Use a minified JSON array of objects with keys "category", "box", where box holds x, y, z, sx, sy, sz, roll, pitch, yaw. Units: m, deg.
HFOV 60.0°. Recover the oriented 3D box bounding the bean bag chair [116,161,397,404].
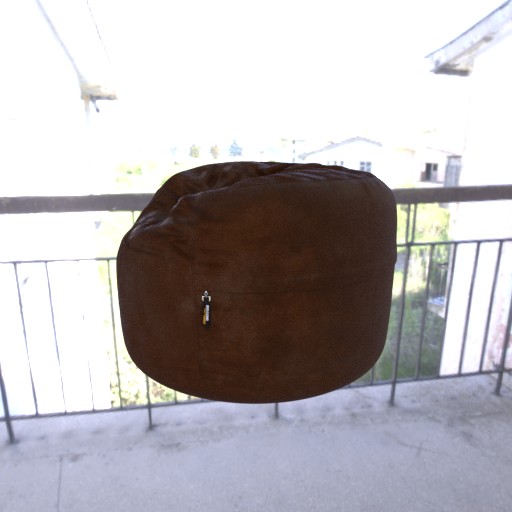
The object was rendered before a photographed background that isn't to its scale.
[{"category":"bean bag chair","box":[0.000,0.000,1.509,0.918,0.616,0.918,0,14,0]}]
